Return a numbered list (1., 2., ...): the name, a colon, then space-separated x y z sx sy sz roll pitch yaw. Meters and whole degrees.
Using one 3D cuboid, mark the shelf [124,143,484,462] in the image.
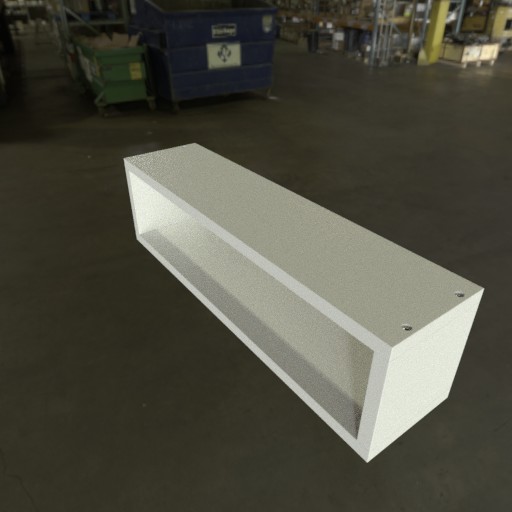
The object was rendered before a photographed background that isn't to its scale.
1. shelf: 0.000 0.000 0.684 0.150 0.170 0.610 -21 38 -30
